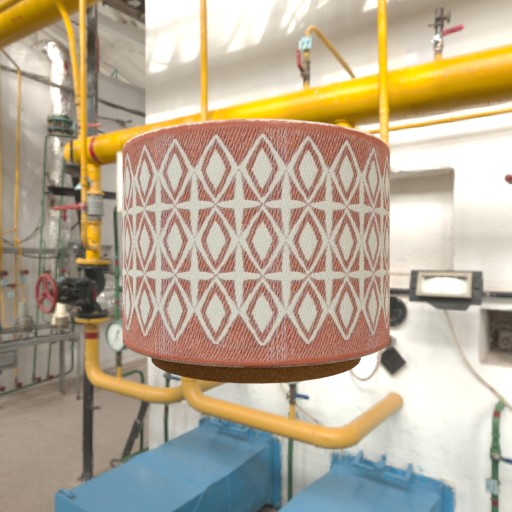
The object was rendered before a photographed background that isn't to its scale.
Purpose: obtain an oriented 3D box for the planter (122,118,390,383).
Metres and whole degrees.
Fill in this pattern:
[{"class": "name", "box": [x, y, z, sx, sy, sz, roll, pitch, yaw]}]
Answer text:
[{"class": "planter", "box": [0.000, 0.000, 0.332, 0.192, 0.148, 0.192, 0, 0, 0]}]
